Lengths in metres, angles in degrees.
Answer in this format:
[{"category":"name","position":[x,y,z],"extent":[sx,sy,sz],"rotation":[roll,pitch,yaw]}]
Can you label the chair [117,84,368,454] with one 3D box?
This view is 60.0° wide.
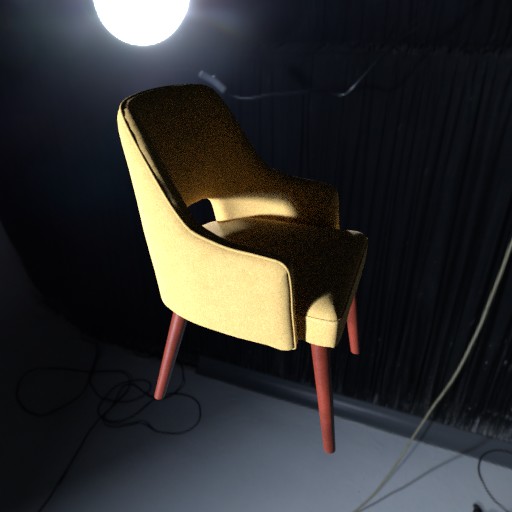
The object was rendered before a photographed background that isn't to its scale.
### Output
[{"category":"chair","position":[0.000,0.000,1.235],"extent":[0.605,0.849,0.548],"rotation":[10,30,18]}]
